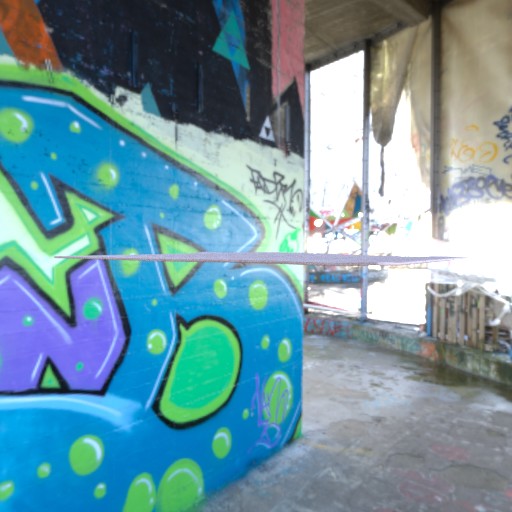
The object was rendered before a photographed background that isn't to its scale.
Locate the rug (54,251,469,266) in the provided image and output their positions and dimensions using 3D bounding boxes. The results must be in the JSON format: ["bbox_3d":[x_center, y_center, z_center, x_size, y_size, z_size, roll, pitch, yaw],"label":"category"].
[{"bbox_3d":[0.000,0.000,2.340,1.837,0.025,1.230,1,2,37],"label":"rug"}]
